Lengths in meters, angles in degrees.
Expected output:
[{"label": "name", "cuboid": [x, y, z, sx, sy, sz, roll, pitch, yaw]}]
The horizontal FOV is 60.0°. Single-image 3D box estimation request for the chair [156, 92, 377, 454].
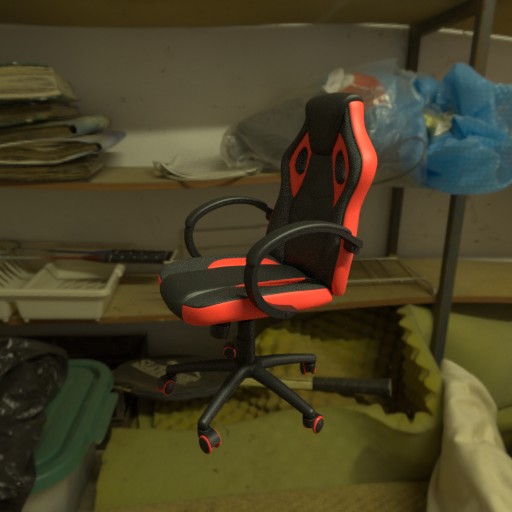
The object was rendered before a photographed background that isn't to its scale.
[{"label": "chair", "cuboid": [0.000, 0.000, 1.448, 0.642, 1.016, 0.600, -8, 19, -26]}]
